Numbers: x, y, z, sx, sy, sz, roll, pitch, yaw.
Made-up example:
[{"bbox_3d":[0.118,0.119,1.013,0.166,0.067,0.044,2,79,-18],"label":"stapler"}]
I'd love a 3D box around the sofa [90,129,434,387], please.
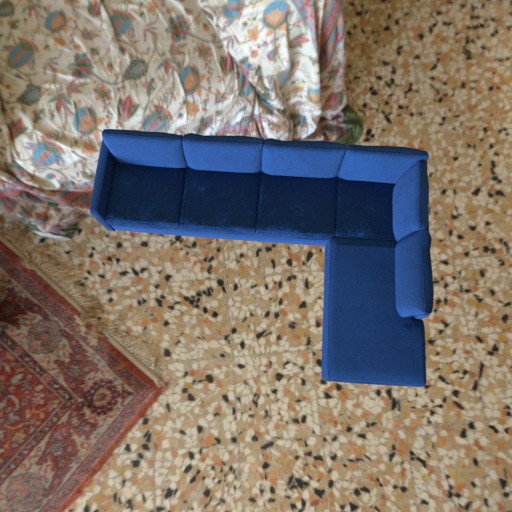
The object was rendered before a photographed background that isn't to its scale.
[{"bbox_3d":[0.000,0.000,3.273,2.486,0.687,1.707,4,76,1],"label":"sofa"}]
